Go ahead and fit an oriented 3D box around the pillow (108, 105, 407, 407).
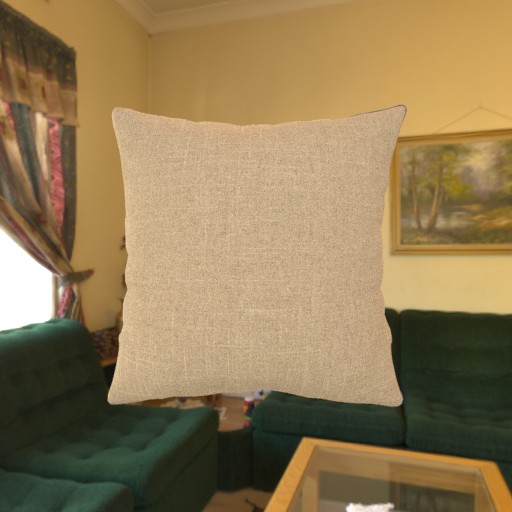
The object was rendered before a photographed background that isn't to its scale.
[{"bbox_3d":[0.000,0.000,0.658,0.440,0.441,0.147,0,0,0],"label":"pillow"}]
